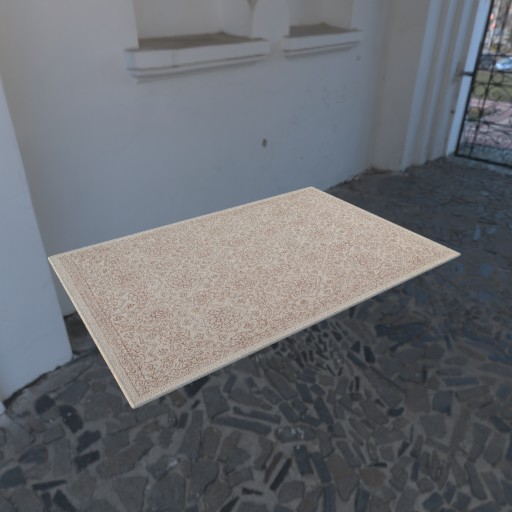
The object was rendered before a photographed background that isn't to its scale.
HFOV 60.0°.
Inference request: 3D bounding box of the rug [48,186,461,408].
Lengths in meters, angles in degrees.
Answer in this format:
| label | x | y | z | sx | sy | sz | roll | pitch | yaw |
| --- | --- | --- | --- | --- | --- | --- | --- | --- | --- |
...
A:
| label | x | y | z | sx | sy | sz | roll | pitch | yaw |
| --- | --- | --- | --- | --- | --- | --- | --- | --- | --- |
| rug | 0.000 | 0.000 | 2.350 | 1.829 | 0.010 | 1.219 | -19 | 35 | -30 |
